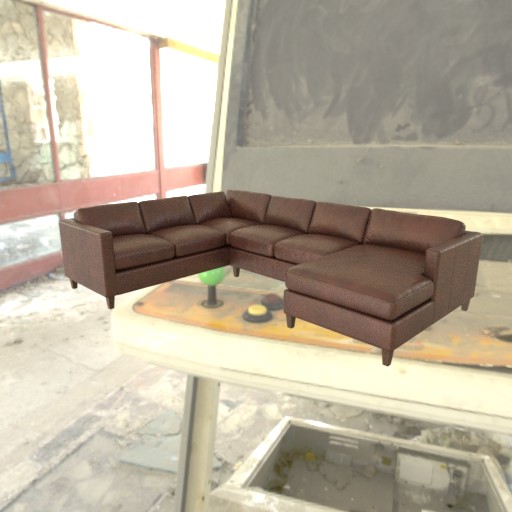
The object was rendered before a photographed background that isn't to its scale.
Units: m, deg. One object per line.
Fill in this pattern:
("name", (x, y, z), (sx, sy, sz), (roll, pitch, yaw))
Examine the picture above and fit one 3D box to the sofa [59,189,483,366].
("sofa", (0.000, 0.000, 4.343), (3.324, 0.891, 2.452), (15, 21, 43))
